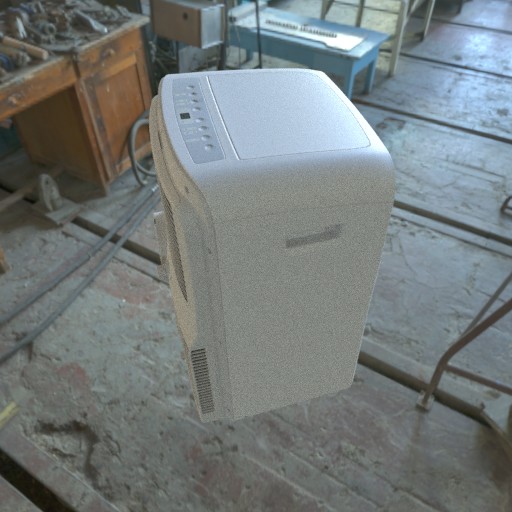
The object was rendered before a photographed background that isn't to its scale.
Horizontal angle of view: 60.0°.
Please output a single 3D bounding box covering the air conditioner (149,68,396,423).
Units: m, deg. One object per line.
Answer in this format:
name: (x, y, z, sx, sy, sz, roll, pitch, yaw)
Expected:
air conditioner: (0.000, 0.000, 1.065, 0.467, 0.765, 0.478, -10, 47, -10)
